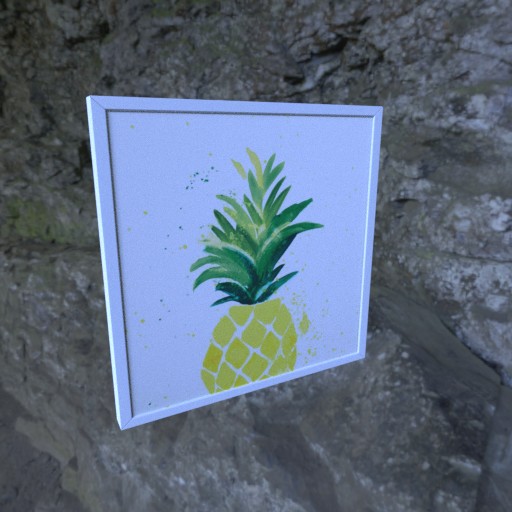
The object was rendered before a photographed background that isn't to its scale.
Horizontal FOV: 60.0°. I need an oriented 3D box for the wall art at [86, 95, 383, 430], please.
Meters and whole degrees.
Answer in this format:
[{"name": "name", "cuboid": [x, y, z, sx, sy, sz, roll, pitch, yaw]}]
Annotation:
[{"name": "wall art", "cuboid": [0.000, 0.000, 0.468, 0.307, 0.307, 0.020, -8, 17, -27]}]
